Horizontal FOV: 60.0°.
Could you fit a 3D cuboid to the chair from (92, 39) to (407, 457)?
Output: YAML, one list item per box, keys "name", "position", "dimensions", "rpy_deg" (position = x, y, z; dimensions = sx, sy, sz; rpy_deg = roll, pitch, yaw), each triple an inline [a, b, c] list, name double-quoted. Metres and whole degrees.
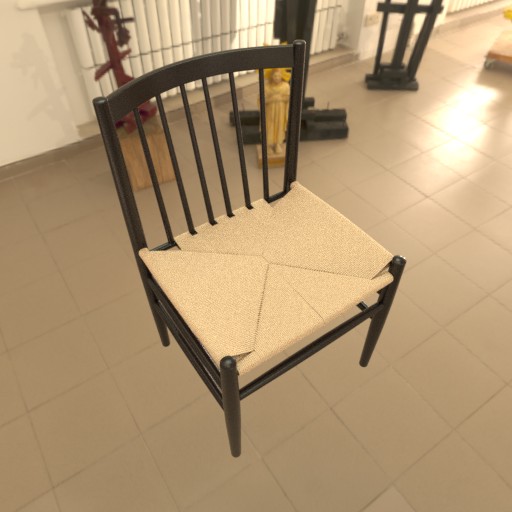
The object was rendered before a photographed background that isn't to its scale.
- name: "chair"
  position: [0.000, 0.000, 1.091]
  dimensions: [0.495, 0.818, 0.516]
  rpy_deg: [-27, 52, -23]
